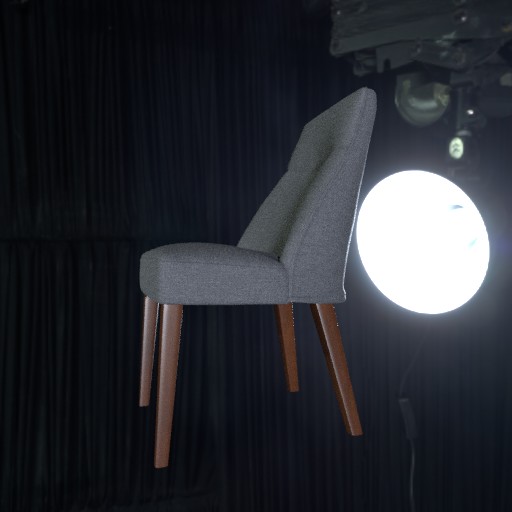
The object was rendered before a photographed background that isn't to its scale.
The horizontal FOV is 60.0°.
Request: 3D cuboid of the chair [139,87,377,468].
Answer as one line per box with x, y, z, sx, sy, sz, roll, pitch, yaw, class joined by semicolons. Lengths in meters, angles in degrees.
0.000;0.000;1.279;0.620;0.930;0.500;0;0;-19;chair
